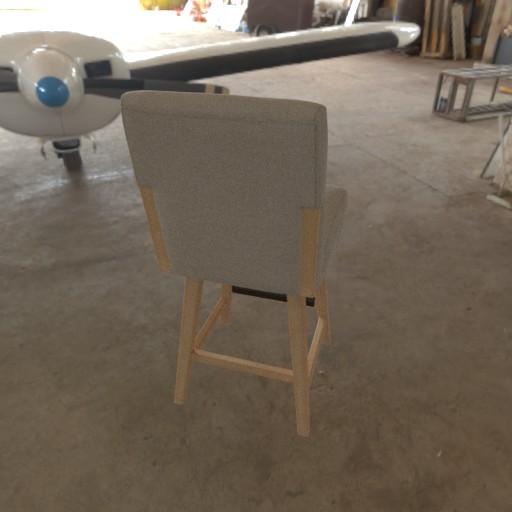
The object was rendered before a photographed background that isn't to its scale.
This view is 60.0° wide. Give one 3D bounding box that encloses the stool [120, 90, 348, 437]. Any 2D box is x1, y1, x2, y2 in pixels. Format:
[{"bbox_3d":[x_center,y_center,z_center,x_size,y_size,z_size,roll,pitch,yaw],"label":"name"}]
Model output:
[{"bbox_3d":[0.000,0.000,1.412,0.507,1.085,0.606,9,32,14],"label":"stool"}]
